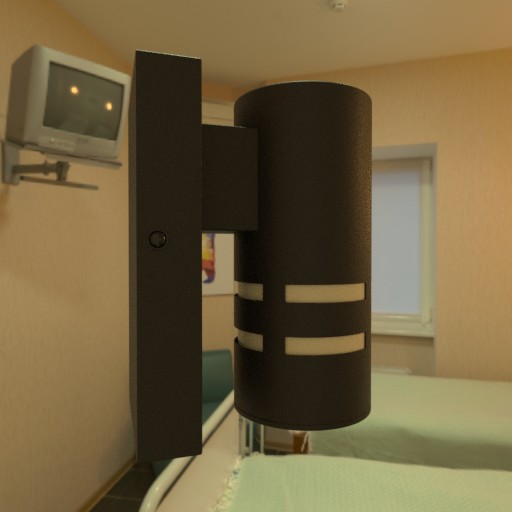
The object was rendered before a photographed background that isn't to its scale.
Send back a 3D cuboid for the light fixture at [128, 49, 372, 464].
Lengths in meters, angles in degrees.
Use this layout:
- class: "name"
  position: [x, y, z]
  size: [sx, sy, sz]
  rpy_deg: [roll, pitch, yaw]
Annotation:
- class: "light fixture"
  position: [0.000, 0.000, 0.255]
  size: [0.138, 0.179, 0.098]
  rpy_deg: [0, 1, -18]
